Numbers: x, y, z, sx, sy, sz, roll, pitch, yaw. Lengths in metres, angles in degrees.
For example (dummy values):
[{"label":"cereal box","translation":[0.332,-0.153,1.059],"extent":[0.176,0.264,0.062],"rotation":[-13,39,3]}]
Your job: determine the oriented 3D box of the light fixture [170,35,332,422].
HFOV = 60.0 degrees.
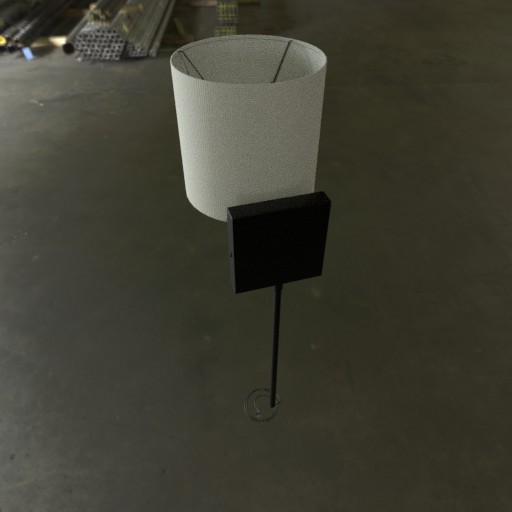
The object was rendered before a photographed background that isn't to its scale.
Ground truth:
[{"label":"light fixture","translation":[0.000,0.000,0.708],"extent":[0.188,0.589,0.248],"rotation":[-11,42,-13]}]
